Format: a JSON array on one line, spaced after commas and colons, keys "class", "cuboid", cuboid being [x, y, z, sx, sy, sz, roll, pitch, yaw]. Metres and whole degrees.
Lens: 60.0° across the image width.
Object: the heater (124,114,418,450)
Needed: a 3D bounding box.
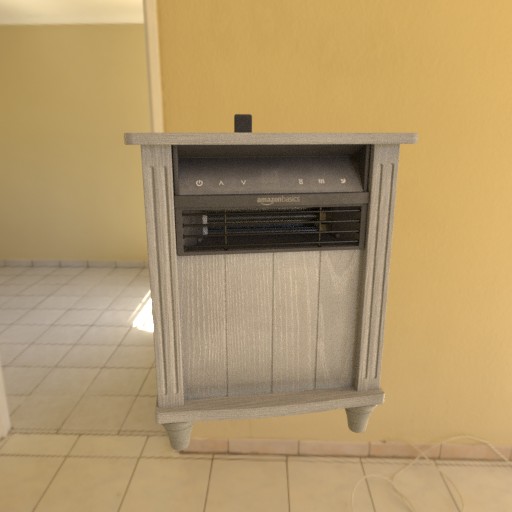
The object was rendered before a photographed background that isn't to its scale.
[{"class": "heater", "cuboid": [0.000, 0.000, 0.767, 0.362, 0.481, 0.400, -2, 16, -8]}]
